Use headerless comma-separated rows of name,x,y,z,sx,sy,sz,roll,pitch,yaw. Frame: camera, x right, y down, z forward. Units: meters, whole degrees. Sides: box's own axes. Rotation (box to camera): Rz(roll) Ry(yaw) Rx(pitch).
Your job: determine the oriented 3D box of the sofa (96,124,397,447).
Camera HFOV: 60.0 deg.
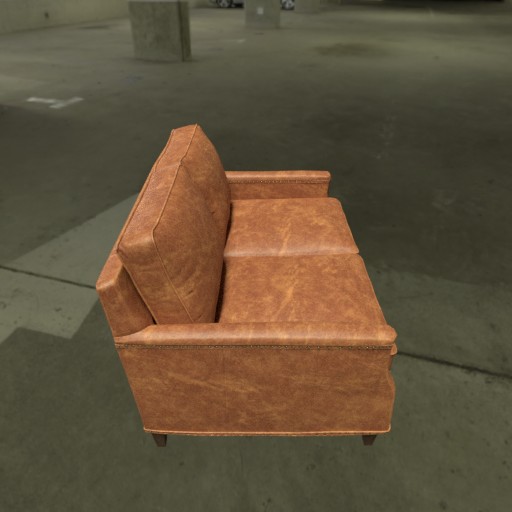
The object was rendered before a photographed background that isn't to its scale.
sofa,0.000,0.000,2.256,1.084,1.003,1.597,0,32,0
